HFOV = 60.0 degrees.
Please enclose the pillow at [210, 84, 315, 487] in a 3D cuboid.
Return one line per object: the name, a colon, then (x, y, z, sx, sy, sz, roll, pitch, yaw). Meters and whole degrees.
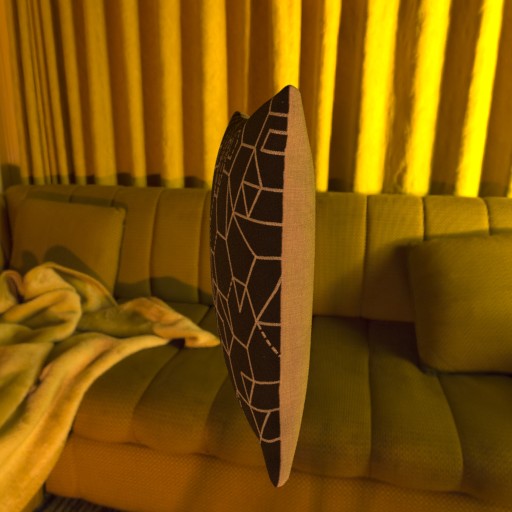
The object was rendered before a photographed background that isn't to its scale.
pillow: (0.000, 0.000, 0.770, 0.158, 0.508, 0.517, -2, 15, -8)
